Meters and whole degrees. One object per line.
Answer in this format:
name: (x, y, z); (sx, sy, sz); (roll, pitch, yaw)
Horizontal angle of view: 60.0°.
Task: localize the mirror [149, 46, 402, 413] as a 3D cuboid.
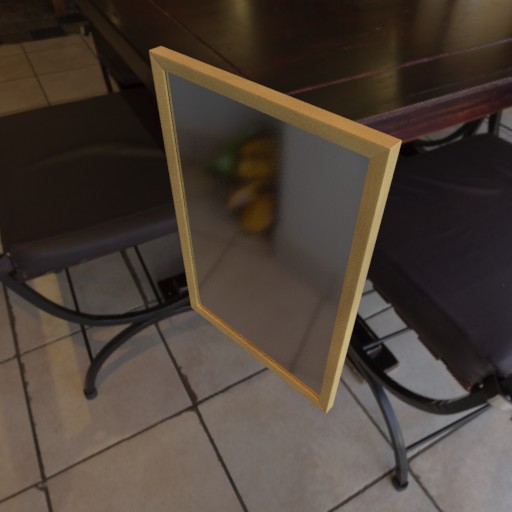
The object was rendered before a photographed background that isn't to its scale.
mirror: (0.000, 0.000, 1.175); (0.609, 0.915, 0.040); (33, 53, 28)
